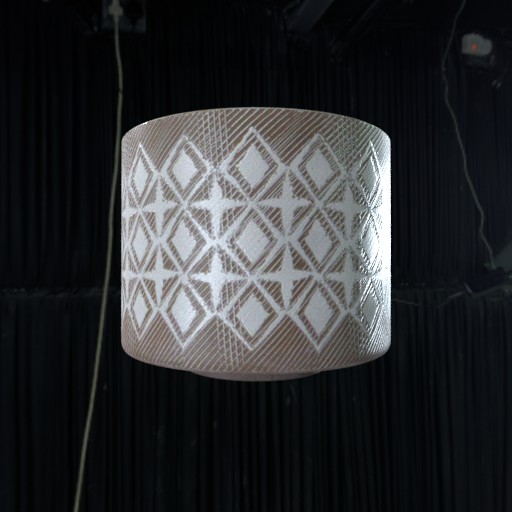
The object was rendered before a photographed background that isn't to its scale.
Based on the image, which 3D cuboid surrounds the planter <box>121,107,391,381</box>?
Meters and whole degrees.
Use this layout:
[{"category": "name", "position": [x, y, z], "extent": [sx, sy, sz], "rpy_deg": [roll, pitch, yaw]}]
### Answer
[{"category": "planter", "position": [0.000, 0.000, 0.218], "extent": [0.126, 0.104, 0.126], "rpy_deg": [0, 0, 0]}]
